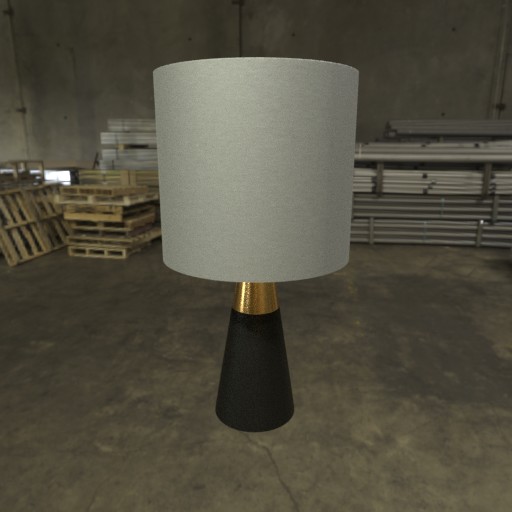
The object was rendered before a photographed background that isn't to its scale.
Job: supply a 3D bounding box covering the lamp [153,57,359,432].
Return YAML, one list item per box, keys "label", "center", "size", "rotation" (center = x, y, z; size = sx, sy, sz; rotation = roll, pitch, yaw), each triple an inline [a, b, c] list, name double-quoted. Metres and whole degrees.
- label: "lamp"
  center: [0.000, 0.000, 0.749]
  size: [0.308, 0.580, 0.308]
  rotation: [2, 15, 9]
